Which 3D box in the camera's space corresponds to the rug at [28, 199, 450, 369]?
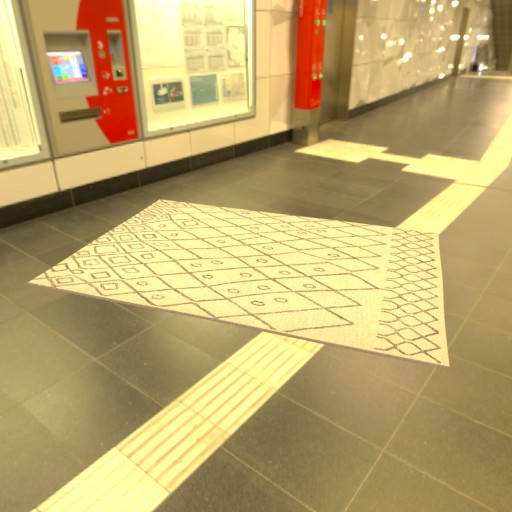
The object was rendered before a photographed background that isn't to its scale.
[{"bbox_3d":[0.000,0.000,2.311,1.828,0.015,1.222,9,28,17],"label":"rug"}]
